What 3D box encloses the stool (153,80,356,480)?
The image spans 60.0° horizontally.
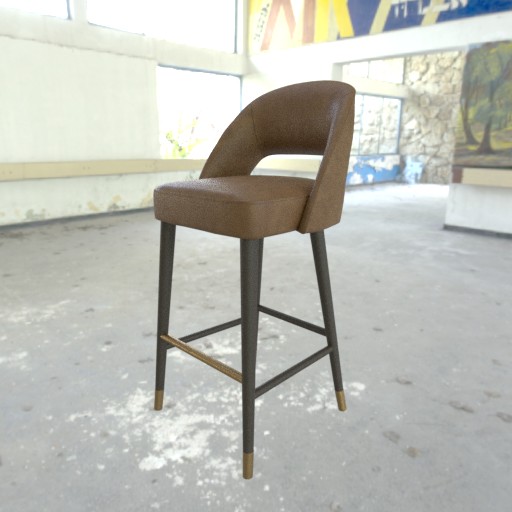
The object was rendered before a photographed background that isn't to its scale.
[{"bbox_3d":[0.000,0.000,1.348,0.509,1.037,0.494,-14,20,-43],"label":"stool"}]
